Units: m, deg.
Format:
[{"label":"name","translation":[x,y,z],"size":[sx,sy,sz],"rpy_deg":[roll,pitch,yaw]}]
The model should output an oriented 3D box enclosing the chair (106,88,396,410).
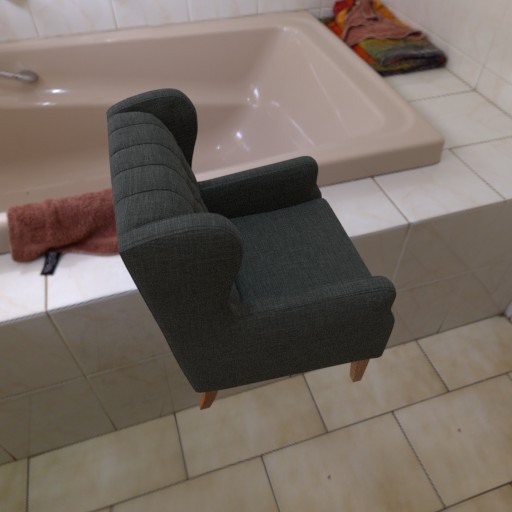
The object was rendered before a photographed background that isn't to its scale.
[{"label":"chair","translation":[0.000,0.000,1.516],"size":[0.775,0.953,0.711],"rpy_deg":[-11,48,-10]}]
